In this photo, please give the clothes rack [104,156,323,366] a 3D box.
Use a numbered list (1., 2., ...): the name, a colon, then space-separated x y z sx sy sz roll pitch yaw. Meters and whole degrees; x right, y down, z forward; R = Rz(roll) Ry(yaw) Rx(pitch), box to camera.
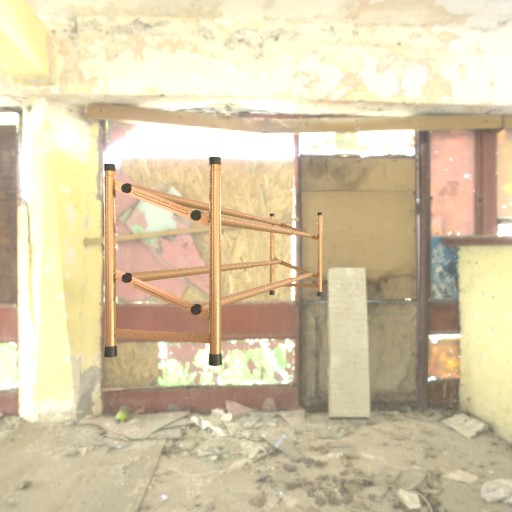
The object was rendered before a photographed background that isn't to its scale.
1. clothes rack: 0.000 0.000 1.321 0.229 0.349 1.168 0 1 17
